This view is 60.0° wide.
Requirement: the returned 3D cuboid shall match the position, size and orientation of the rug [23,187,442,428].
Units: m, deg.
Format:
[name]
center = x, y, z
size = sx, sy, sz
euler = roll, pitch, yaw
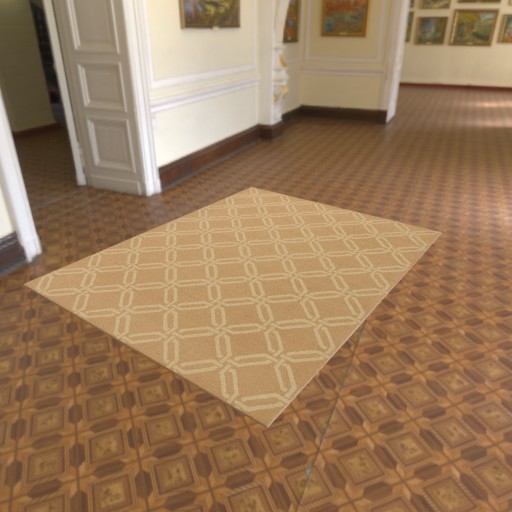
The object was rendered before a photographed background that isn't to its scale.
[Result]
[rug]
center = 0.000, 0.000, 3.811
size = 2.288, 0.018, 2.895
euler = 19, 33, 32
